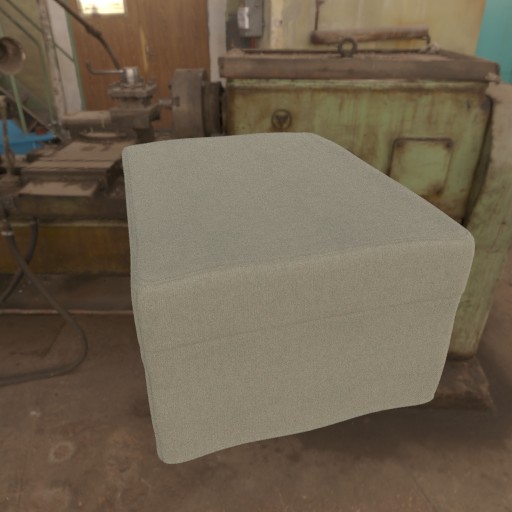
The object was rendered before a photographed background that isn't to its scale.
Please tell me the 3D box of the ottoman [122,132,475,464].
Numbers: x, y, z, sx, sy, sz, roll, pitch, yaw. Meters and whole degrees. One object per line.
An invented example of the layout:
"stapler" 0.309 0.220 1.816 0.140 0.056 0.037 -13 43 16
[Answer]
"ottoman" 0.000 0.000 1.193 0.648 0.461 0.833 -8 30 -14
